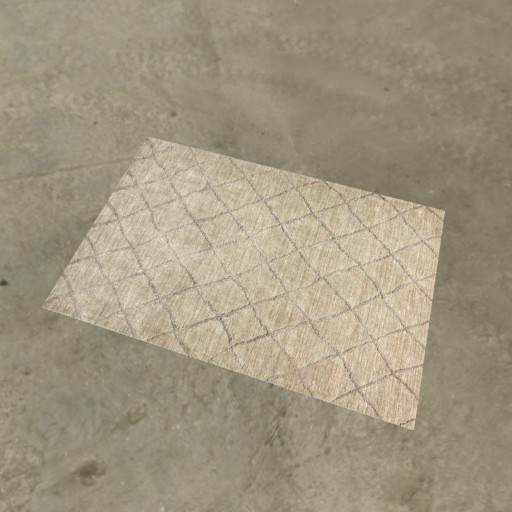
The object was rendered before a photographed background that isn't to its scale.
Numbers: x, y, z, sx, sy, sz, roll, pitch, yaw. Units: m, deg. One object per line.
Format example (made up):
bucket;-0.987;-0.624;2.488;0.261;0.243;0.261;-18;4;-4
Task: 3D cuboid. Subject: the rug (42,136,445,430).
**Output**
rug;0.000;0.000;2.917;2.280;0.015;1.521;16;61;9
